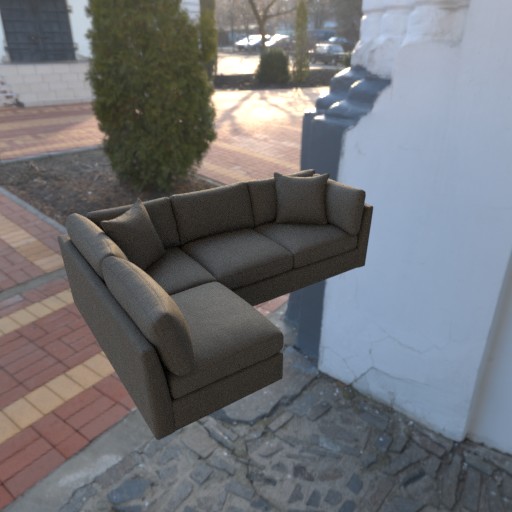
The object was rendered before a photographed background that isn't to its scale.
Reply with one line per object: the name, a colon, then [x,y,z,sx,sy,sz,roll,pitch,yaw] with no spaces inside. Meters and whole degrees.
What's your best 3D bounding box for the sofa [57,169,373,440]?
sofa: [0.000,0.000,3.985,2.896,0.978,1.994,-17,31,-31]
